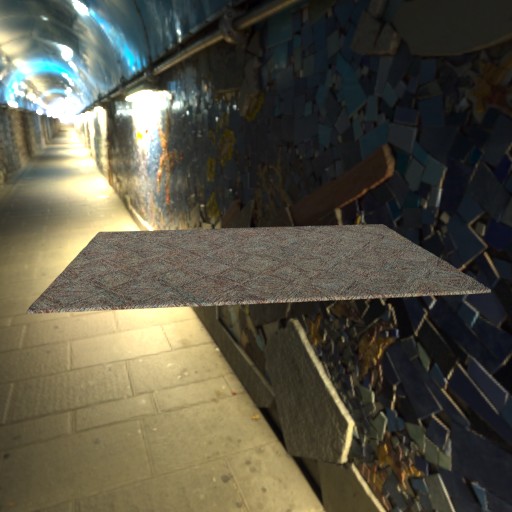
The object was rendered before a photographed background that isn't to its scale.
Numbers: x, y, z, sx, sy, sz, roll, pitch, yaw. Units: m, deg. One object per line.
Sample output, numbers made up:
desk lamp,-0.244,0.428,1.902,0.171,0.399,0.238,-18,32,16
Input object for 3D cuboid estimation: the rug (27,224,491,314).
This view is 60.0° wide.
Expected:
rug,0.000,0.000,2.190,1.761,0.014,1.143,-2,17,-6
